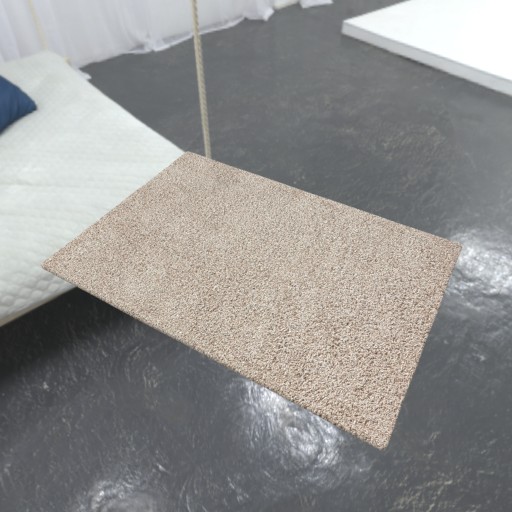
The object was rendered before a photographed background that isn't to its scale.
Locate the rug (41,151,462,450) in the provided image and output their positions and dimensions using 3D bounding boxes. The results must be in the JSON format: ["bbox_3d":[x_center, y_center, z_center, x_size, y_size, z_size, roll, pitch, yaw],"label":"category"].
[{"bbox_3d":[0.000,0.000,2.254,1.778,0.030,1.219,23,49,21],"label":"rug"}]
